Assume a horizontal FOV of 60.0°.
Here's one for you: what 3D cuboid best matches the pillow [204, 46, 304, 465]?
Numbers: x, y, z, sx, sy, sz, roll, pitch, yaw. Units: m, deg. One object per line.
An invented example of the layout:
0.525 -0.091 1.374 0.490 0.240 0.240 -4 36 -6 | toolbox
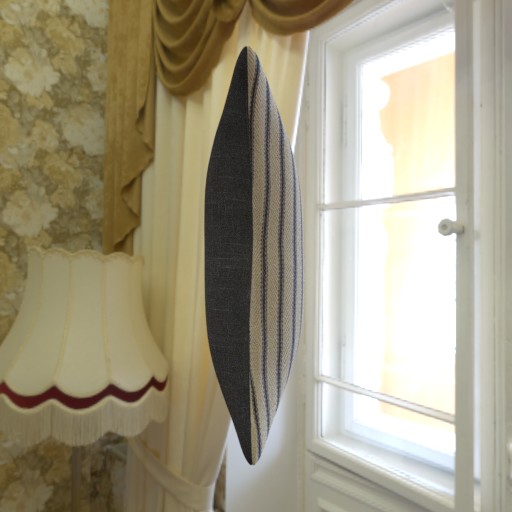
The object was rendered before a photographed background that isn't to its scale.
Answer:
0.000 0.000 0.687 0.138 0.444 0.468 0 -1 2 | pillow
